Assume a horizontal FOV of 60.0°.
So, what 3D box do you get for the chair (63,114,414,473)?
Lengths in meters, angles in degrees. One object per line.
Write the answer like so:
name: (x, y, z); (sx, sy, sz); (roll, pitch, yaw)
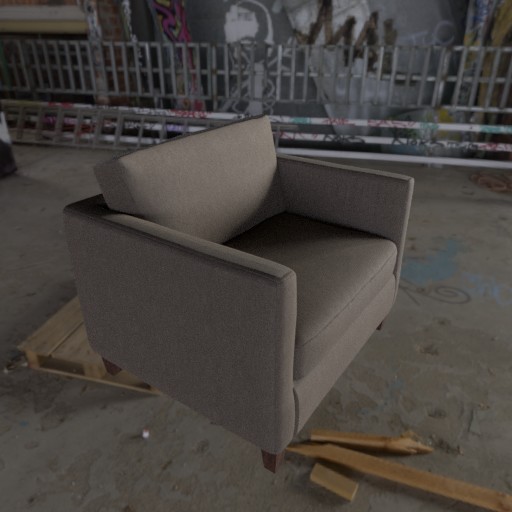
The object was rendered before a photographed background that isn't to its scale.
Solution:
chair: (0.000, 0.000, 1.826); (0.959, 0.963, 1.107); (18, 32, 31)
